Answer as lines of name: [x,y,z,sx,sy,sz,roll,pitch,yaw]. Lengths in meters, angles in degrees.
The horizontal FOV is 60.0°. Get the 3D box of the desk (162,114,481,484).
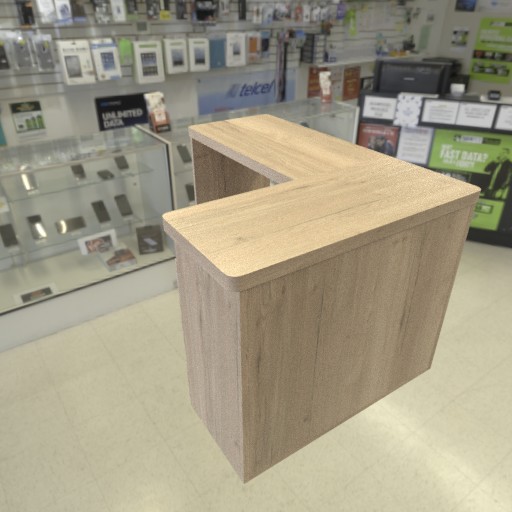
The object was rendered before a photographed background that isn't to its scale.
desk: [0.000,0.000,1.750,0.900,0.760,1.169,-19,35,-28]
